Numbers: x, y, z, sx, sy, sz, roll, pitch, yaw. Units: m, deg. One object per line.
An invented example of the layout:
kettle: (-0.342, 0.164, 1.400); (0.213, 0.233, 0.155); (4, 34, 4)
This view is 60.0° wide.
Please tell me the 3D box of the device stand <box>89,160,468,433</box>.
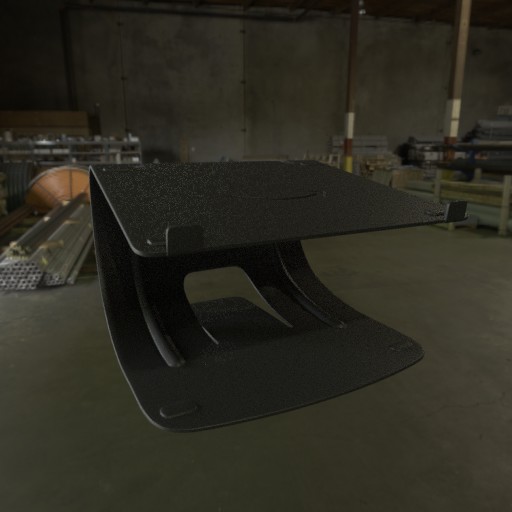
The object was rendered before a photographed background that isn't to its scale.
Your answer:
device stand: (0.000, 0.000, 0.388); (0.256, 0.155, 0.236); (-8, 16, -27)
